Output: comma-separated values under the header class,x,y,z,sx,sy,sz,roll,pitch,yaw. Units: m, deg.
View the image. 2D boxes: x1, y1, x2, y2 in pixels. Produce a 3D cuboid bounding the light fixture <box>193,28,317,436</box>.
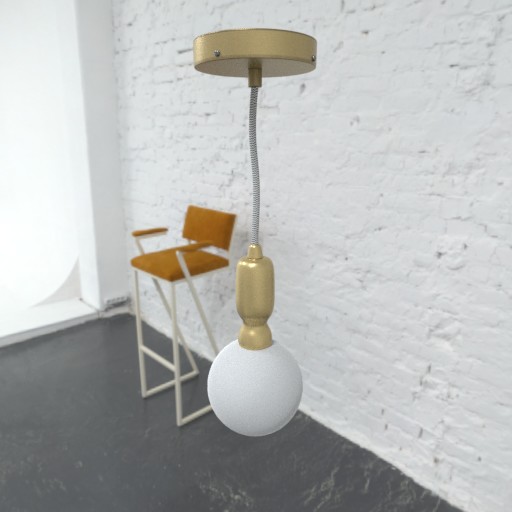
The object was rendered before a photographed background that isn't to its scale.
class,x,y,z,sx,sy,sz,roll,pitch,yaw
light fixture,0.000,0.000,0.578,0.146,0.510,0.147,7,16,25
